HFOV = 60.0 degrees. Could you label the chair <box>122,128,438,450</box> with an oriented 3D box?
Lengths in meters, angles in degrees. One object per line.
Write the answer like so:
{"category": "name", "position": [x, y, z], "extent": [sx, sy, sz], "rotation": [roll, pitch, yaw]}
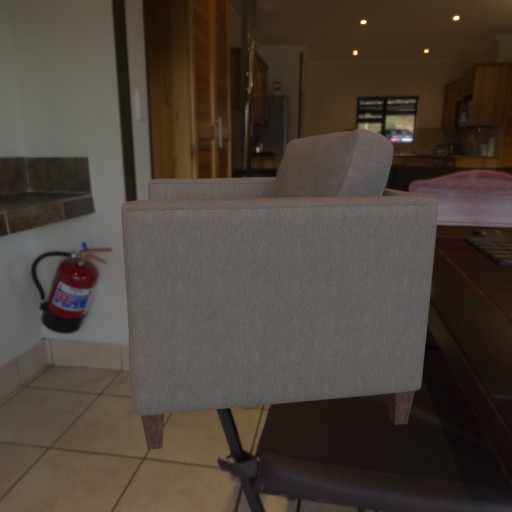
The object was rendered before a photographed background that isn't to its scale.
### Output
{"category": "chair", "position": [0.000, 0.000, 1.808], "extent": [0.959, 0.963, 1.107], "rotation": [-2, 13, -9]}
